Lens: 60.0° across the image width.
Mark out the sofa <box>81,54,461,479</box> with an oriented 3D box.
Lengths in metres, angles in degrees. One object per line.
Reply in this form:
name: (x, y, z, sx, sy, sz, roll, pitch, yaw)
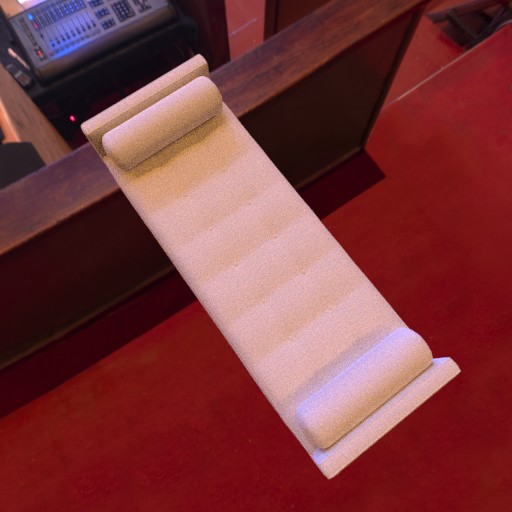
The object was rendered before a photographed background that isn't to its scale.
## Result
sofa: (0.000, 0.000, 2.312, 0.746, 0.641, 1.985, -35, 77, -9)
